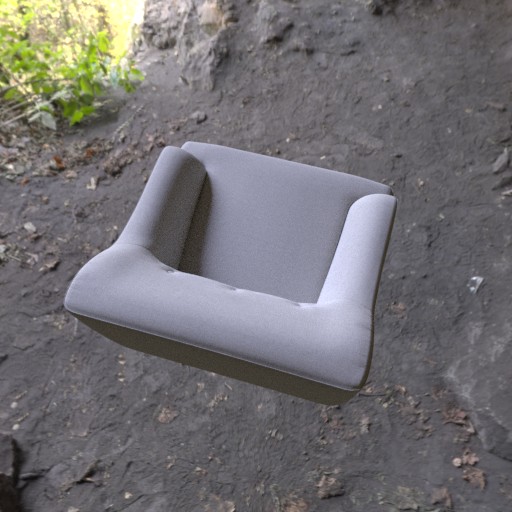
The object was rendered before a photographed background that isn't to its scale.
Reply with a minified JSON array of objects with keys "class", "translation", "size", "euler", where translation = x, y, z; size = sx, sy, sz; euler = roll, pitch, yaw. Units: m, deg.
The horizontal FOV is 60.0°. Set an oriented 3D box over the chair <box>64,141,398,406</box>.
[{"class":"chair","translation":[0.000,0.000,1.650],"size":[0.946,0.818,0.951],"euler":[14,64,7]}]
